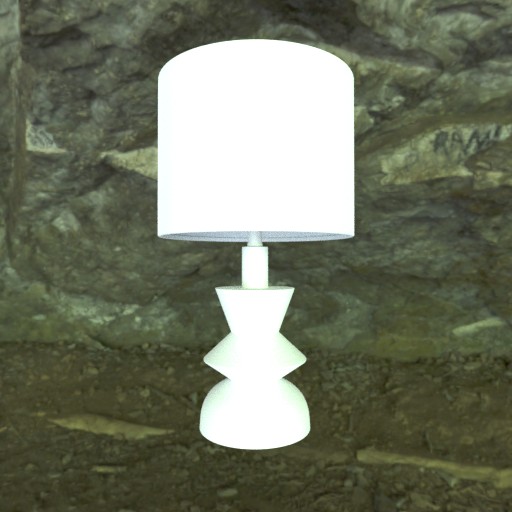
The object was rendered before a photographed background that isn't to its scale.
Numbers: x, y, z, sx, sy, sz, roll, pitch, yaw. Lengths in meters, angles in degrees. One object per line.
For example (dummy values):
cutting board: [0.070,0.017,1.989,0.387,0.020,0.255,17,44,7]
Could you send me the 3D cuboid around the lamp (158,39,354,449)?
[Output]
lamp: [0.000,0.000,0.695,0.301,0.533,0.301,1,-1,-35]
